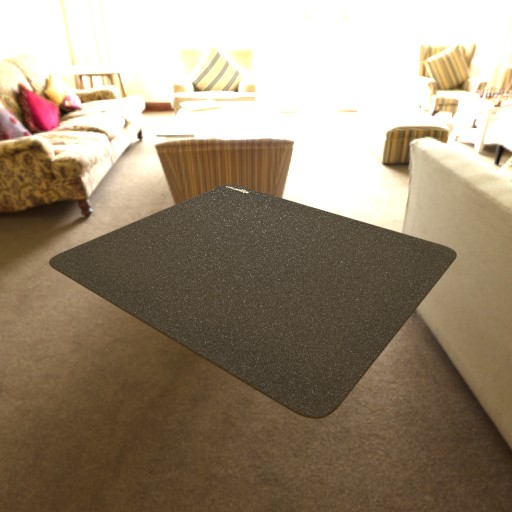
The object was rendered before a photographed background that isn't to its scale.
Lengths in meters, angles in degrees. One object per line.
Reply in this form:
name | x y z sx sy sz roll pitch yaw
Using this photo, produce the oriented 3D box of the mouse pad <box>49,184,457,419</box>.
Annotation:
mouse pad | 0.000 0.000 0.631 0.451 0.002 0.393 21 36 32
